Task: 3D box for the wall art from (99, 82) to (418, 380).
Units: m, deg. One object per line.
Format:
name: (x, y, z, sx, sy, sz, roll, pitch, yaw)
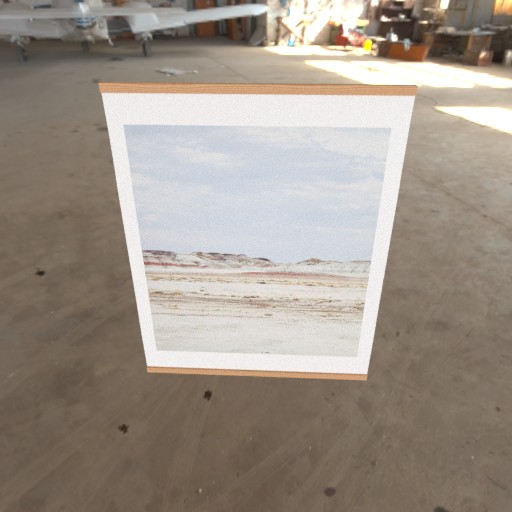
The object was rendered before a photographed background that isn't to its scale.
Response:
wall art: (0.000, 0.000, 0.692, 0.404, 0.507, 0.010, 1, 30, 2)
